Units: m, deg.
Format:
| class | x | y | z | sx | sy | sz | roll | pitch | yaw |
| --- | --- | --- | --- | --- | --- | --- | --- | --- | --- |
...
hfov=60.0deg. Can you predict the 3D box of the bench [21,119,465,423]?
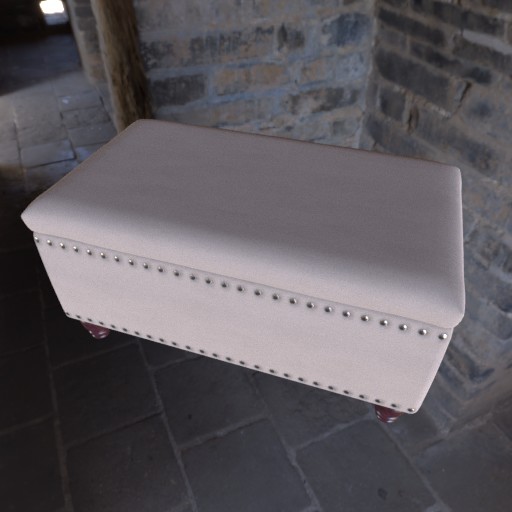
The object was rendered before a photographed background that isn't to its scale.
| class | x | y | z | sx | sy | sz | roll | pitch | yaw |
| --- | --- | --- | --- | --- | --- | --- | --- | --- | --- |
| bench | 0.000 | 0.000 | 1.129 | 0.887 | 0.449 | 0.500 | 12 | 42 | 14 |
